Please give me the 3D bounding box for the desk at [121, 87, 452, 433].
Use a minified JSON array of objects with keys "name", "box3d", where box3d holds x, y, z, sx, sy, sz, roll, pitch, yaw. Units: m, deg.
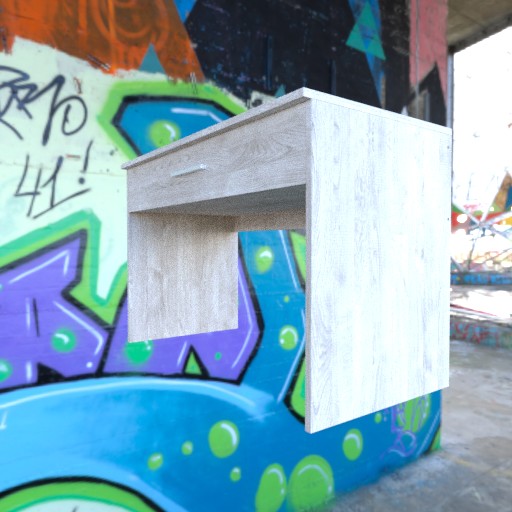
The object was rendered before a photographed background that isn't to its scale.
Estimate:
[{"name":"desk","box3d":[0.000,0.000,1.533,0.560,0.730,1.100,-1,2,-36]}]
